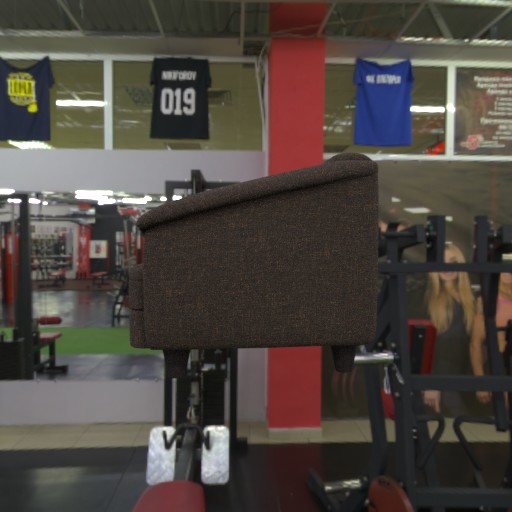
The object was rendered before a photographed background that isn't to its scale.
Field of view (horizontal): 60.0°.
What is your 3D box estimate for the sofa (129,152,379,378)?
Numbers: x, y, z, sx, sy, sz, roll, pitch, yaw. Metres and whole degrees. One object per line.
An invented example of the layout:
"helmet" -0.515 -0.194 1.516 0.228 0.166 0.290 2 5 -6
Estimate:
"sofa" 0.000 0.000 2.282 0.887 0.790 1.849 0 2 0
